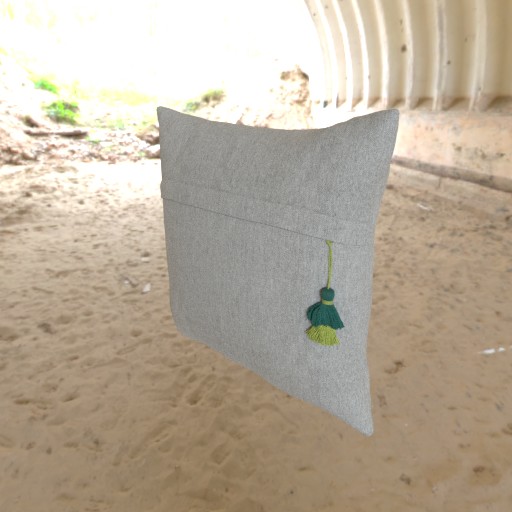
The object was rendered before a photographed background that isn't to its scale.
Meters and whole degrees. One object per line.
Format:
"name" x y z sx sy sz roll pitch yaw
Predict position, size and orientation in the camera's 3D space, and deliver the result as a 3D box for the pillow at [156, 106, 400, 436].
"pillow" 0.000 0.000 0.685 0.433 0.436 0.173 17 26 40
